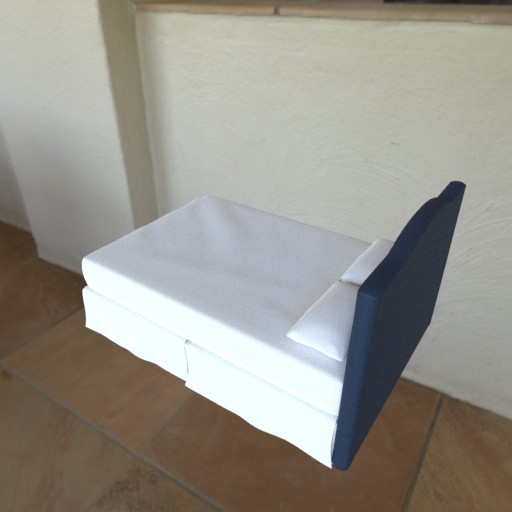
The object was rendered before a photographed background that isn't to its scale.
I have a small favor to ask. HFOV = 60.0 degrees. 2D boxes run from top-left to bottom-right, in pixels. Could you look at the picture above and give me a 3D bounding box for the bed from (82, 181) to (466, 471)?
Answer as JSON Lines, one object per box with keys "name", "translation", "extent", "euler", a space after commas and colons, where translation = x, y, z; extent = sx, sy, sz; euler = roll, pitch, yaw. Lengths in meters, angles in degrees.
{"name": "bed", "translation": [0.000, 0.000, 3.515], "extent": [2.507, 1.441, 1.741], "euler": [20, 37, 29]}
